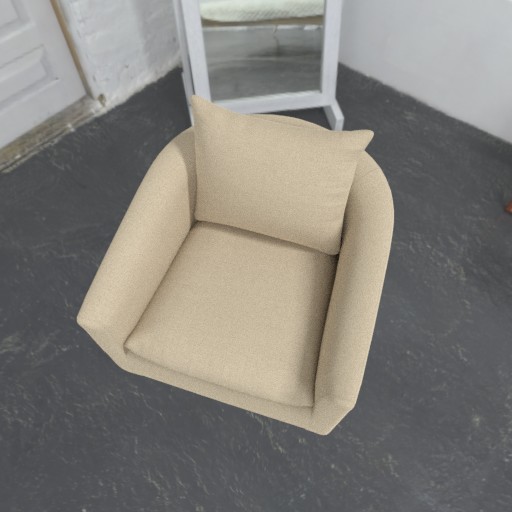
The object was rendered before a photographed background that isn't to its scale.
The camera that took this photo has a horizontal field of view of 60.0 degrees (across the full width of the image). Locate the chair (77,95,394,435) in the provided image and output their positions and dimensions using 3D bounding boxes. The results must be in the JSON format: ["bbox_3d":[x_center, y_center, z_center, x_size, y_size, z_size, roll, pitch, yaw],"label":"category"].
[{"bbox_3d":[0.000,0.000,1.571,0.845,0.848,0.910,15,60,9],"label":"chair"}]
